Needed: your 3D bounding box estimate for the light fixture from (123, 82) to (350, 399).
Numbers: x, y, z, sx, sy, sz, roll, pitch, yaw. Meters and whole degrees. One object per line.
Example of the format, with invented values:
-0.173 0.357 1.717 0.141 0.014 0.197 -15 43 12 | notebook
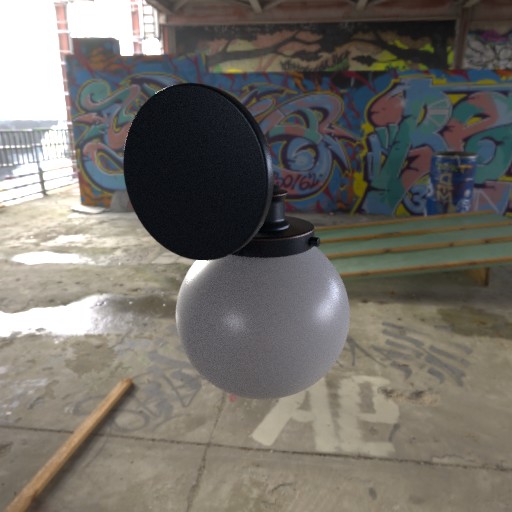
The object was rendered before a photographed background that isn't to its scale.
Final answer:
0.000 0.000 0.475 0.197 0.332 0.230 9 19 26 | light fixture
